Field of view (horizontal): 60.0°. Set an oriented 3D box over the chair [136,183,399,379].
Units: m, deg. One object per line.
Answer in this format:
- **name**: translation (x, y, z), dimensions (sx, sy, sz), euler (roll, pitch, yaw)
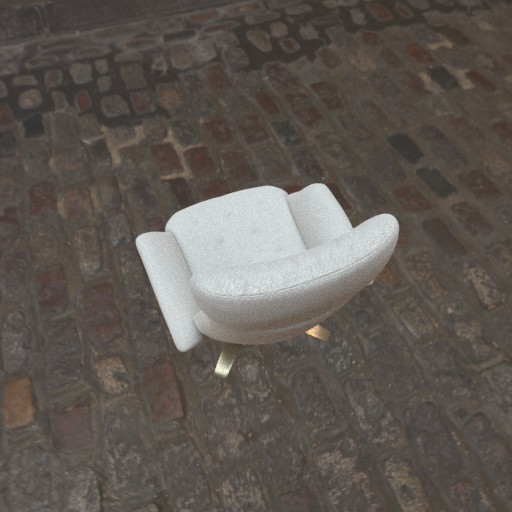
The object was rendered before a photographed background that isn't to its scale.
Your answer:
- **chair**: translation (0.000, 0.000, 1.606), dimensions (0.785, 0.995, 0.837), euler (-18, 59, -11)
